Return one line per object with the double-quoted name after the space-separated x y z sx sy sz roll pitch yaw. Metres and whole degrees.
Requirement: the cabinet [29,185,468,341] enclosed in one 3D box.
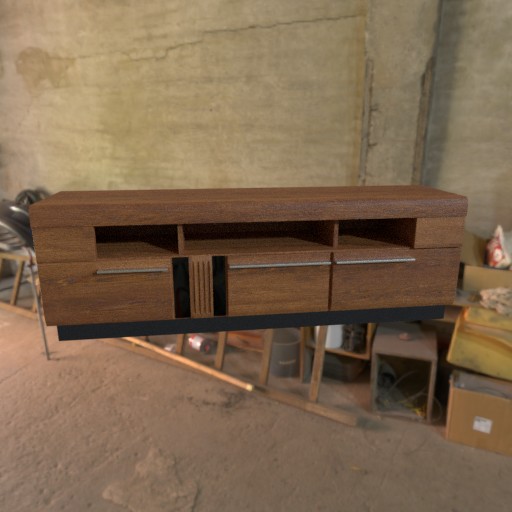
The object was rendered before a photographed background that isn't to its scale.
0.000 0.000 1.837 1.600 0.510 0.419 -2 16 -7 "cabinet"
